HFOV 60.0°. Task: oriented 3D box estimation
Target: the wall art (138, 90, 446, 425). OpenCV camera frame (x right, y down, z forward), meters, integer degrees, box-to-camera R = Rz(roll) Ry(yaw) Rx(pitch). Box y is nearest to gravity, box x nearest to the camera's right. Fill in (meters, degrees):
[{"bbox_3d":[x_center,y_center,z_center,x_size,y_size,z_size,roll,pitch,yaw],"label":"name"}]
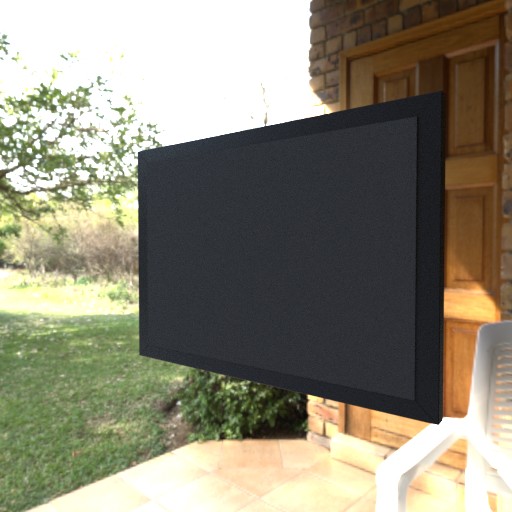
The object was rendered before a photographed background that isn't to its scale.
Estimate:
[{"bbox_3d":[0.000,0.000,0.540,0.432,0.306,0.016,1,2,37],"label":"wall art"}]
